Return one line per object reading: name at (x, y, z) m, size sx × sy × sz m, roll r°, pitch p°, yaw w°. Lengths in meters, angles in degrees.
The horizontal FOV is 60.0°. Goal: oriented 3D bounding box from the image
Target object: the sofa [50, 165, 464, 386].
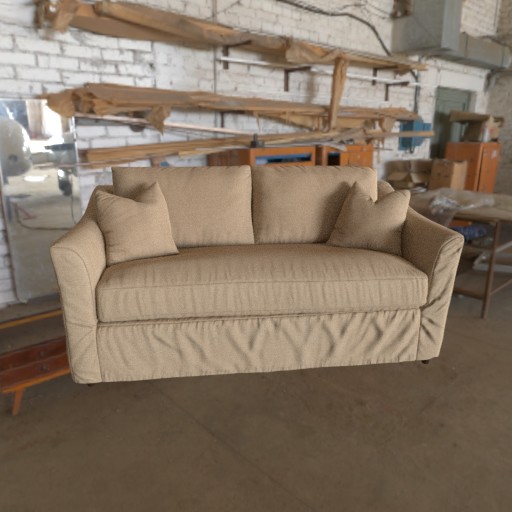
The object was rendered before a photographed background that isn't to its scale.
sofa at (0.000, 0.000, 2.631) m, size 2.010 × 1.018 × 1.072 m, roll -2°, pitch 16°, yaw -7°
